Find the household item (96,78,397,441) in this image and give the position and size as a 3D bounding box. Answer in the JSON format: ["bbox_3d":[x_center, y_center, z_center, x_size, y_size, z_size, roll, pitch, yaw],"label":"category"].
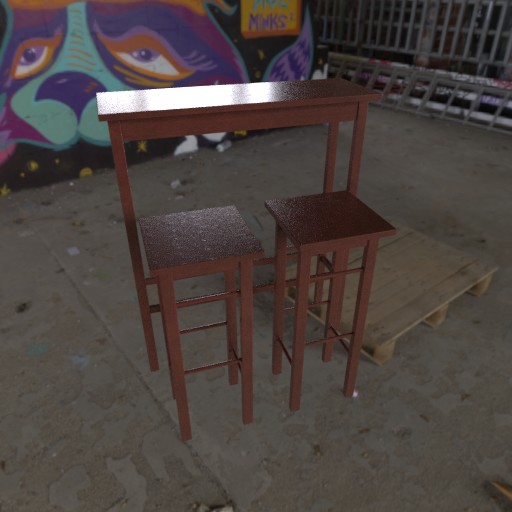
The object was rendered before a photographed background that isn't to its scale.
[{"bbox_3d":[0.000,0.000,1.619,0.914,1.067,0.676,-10,33,-15],"label":"household item"}]
